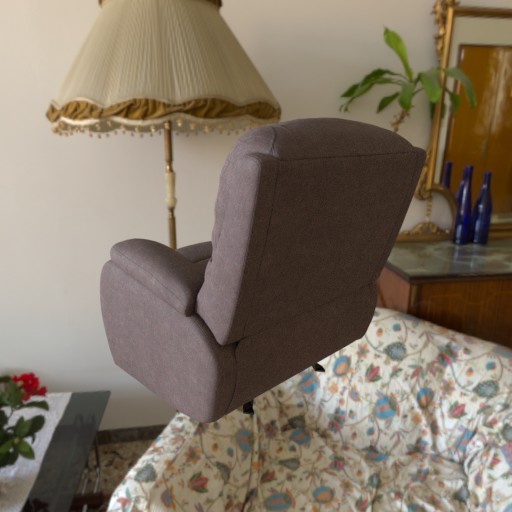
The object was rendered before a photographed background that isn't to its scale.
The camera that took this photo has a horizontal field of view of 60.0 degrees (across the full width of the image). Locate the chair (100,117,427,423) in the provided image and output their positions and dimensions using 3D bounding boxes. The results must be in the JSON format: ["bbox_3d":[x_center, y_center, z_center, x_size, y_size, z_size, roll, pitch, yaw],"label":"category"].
[{"bbox_3d":[0.000,0.000,1.717,0.930,1.011,0.899,-15,21,-42],"label":"chair"}]
